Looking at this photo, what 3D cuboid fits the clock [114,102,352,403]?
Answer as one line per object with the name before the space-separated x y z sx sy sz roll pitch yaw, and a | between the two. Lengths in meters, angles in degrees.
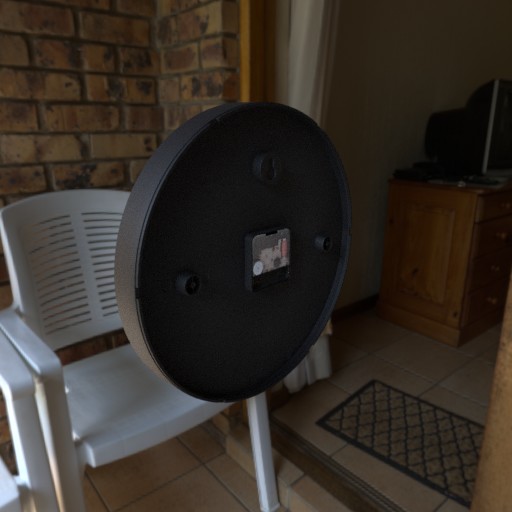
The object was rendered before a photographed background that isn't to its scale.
clock | 0.000 0.000 0.446 0.040 0.293 0.293 16 23 42
